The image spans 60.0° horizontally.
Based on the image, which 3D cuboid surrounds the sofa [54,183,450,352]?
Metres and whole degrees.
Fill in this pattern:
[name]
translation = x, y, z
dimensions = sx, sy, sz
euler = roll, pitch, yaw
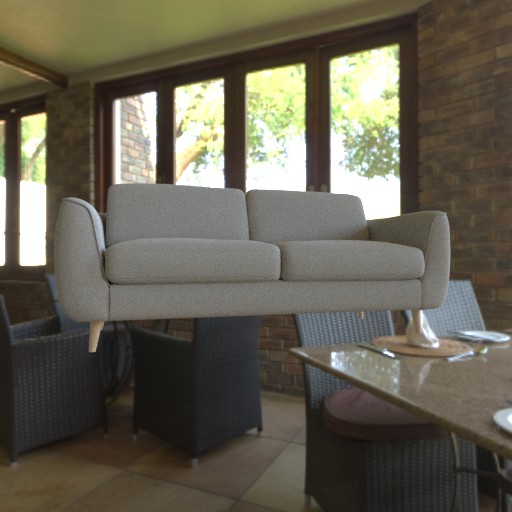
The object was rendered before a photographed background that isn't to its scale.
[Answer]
[sofa]
translation = 0.000, 0.000, 2.502
dimensions = 2.000, 0.850, 0.920
euler = 0, 0, -16
